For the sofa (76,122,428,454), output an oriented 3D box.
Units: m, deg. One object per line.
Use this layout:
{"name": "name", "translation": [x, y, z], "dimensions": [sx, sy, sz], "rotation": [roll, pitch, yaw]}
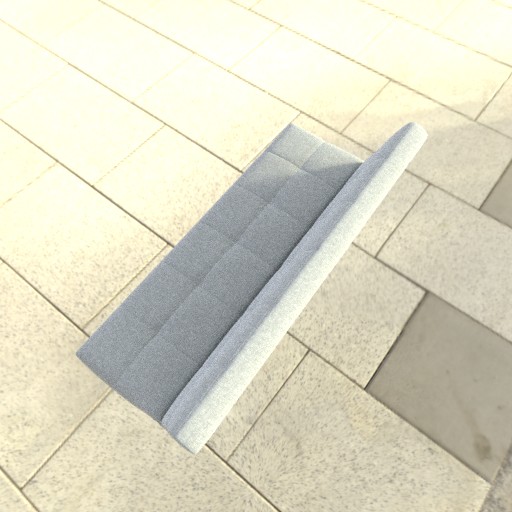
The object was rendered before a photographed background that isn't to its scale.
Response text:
{"name": "sofa", "translation": [0.000, 0.000, 2.258], "dimensions": [0.800, 0.800, 1.820], "rotation": [33, 67, 16]}
